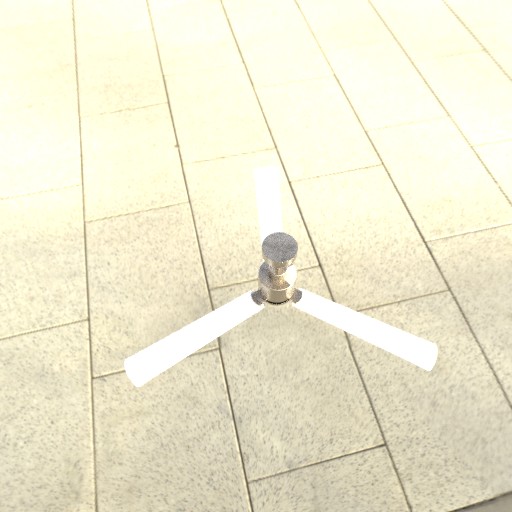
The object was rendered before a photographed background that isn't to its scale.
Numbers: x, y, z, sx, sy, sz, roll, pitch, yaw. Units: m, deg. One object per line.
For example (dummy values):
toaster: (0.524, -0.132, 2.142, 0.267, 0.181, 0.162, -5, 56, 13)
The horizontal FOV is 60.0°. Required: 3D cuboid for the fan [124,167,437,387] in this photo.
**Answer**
fan: (0.000, 0.000, 2.333, 1.561, 0.446, 1.531, -14, 59, -8)
